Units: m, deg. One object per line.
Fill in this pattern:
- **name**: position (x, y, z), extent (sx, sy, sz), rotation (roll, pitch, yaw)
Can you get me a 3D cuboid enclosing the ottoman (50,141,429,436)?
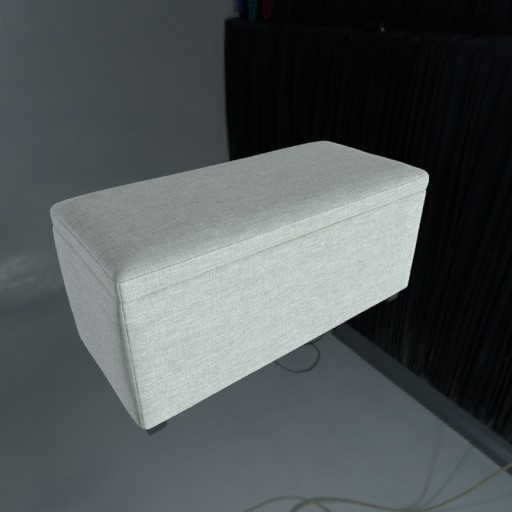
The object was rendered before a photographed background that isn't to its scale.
- **ottoman**: position (0.000, 0.000, 1.183), extent (0.902, 0.432, 0.419), rotation (-21, 36, -32)
